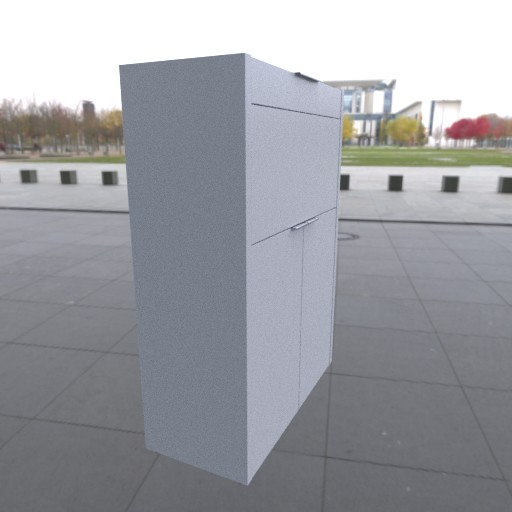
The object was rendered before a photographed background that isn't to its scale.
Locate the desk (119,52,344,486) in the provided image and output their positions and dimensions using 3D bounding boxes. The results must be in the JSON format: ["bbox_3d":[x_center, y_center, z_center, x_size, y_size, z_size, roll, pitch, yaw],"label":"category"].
[{"bbox_3d":[0.000,0.000,1.601,0.390,1.190,0.850,7,16,25],"label":"desk"}]
